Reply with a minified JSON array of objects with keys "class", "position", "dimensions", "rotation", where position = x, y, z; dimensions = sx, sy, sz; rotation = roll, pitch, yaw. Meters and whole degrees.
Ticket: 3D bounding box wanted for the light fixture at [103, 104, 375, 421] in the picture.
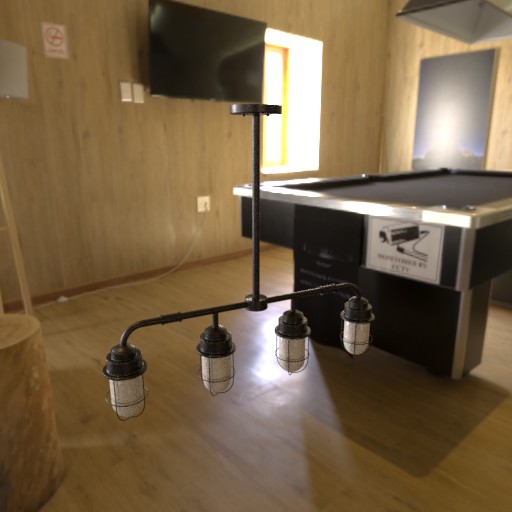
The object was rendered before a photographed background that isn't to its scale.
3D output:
[{"class":"light fixture","position":[0.000,0.000,1.220],"dimensions":[0.852,0.785,0.131],"rotation":[-8,17,-26]}]
